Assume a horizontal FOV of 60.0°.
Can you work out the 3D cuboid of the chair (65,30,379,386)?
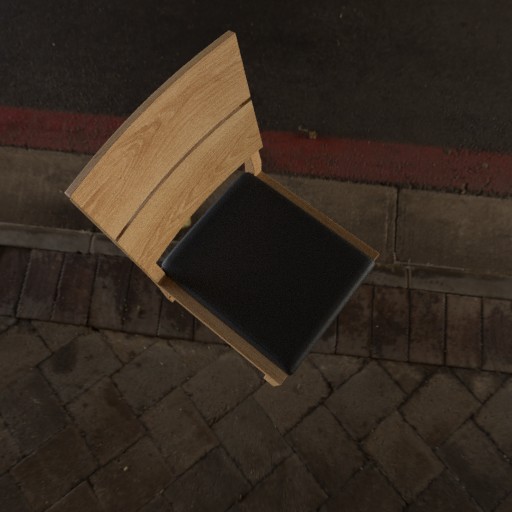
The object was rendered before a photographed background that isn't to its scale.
[{"bbox_3d":[0.000,0.000,1.274,0.569,0.950,0.475,38,77,10],"label":"chair"}]
